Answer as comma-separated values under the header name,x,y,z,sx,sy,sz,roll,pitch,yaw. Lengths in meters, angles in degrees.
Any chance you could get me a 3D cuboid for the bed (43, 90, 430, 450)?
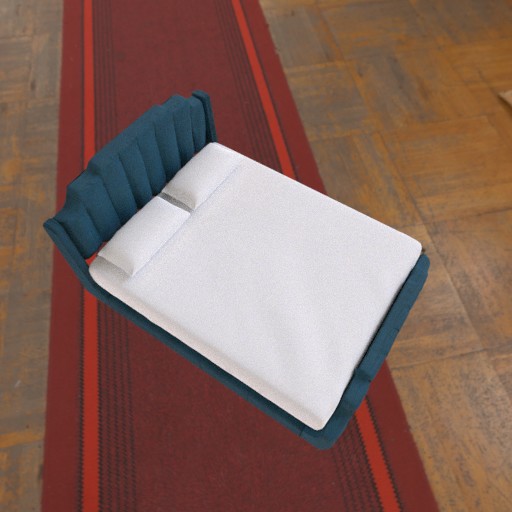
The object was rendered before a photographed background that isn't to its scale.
name,x,y,z,sx,sy,sz,roll,pitch,yaw
bed,0.000,0.000,3.366,2.322,1.351,1.676,29,62,17
